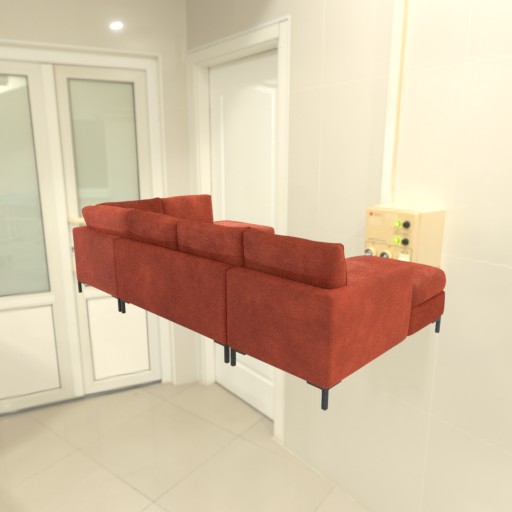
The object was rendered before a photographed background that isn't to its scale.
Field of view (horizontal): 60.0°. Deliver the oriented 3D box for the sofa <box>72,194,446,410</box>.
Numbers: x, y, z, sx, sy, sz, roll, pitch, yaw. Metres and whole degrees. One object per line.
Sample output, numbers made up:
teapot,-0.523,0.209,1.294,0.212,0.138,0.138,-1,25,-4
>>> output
sofa,0.000,0.000,3.847,2.971,0.858,1.981,12,18,43
